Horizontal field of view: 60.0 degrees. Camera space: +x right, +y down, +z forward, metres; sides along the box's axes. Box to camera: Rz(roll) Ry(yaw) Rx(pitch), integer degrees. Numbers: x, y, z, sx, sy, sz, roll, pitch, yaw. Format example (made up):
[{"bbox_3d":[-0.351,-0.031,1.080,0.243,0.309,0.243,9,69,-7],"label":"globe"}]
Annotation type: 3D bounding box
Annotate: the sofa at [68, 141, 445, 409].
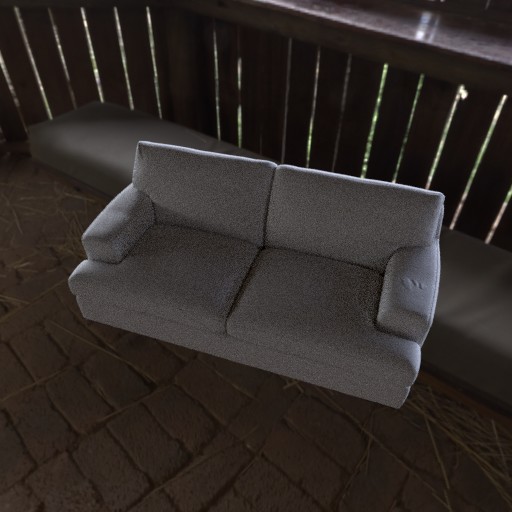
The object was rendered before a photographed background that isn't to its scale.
[{"bbox_3d":[0.000,0.000,2.912,2.261,0.940,1.143,13,43,14],"label":"sofa"}]
